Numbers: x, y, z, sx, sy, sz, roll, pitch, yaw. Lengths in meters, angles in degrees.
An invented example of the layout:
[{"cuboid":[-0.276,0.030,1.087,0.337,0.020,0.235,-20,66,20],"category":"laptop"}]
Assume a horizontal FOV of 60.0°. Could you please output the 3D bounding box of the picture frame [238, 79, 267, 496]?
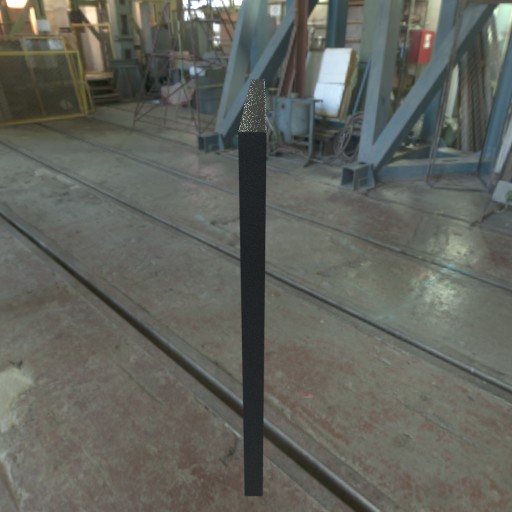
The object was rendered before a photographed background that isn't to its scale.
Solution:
[{"cuboid":[0.000,0.000,0.815,0.029,0.557,0.559,0,27,1],"category":"picture frame"}]
